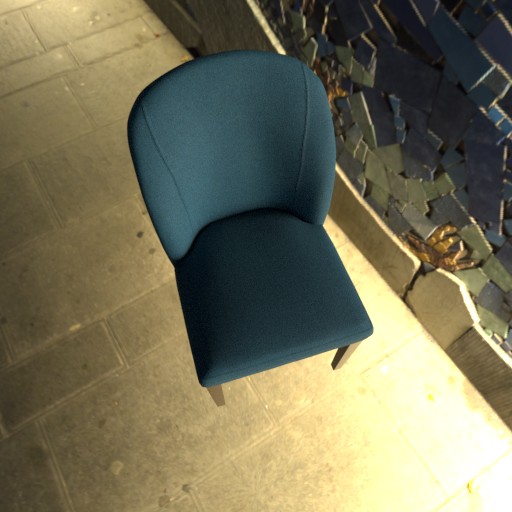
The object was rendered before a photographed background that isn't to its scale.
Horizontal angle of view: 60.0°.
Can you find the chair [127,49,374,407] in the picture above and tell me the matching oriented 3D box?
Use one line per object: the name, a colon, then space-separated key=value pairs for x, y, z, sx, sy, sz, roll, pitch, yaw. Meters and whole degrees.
chair: x=0.000 y=0.000 z=1.264 sx=0.507 sy=0.879 sz=0.620 roll=-15 pitch=63 yaw=-8
